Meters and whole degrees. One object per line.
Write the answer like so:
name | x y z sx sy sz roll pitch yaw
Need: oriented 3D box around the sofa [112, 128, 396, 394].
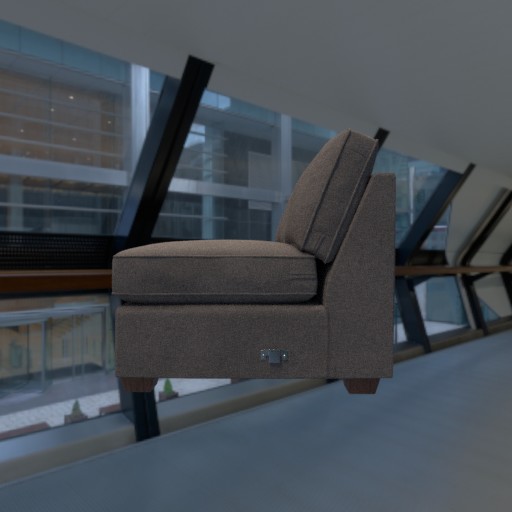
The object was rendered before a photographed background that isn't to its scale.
sofa | 0.000 0.000 2.519 1.027 0.973 1.962 0 0 1
